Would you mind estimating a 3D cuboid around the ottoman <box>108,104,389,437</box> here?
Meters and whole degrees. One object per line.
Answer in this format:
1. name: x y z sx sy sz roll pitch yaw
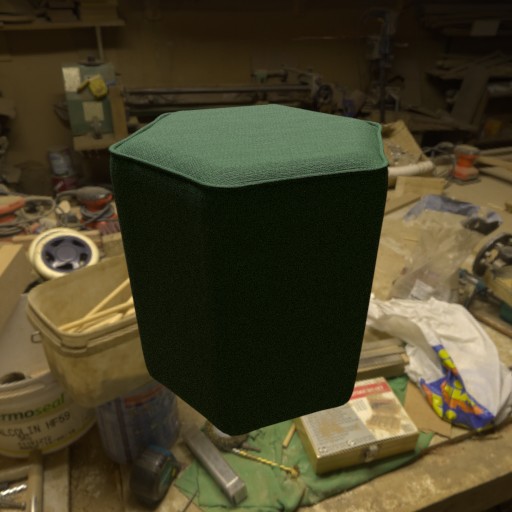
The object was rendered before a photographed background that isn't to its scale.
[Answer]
1. ottoman: 0.000 0.000 0.888 0.499 0.507 0.444 -10 32 -16
